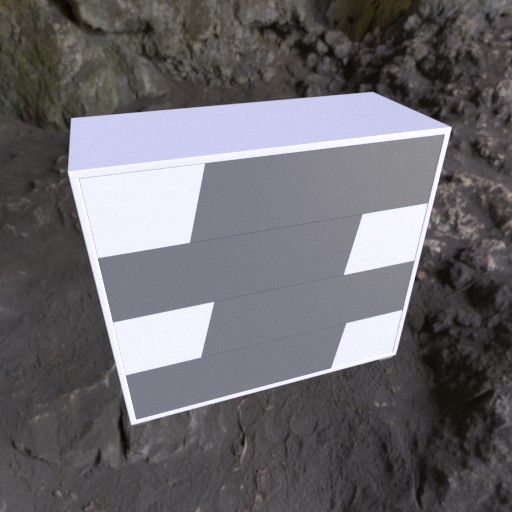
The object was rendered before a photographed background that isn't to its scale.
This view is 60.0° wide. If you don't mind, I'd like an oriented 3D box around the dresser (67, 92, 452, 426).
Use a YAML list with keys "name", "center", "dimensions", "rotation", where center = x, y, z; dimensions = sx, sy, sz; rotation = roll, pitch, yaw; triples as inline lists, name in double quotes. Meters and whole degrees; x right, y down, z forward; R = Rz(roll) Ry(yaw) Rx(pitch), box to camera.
- name: "dresser"
  center: [0.000, 0.000, 1.659]
  dimensions: [1.100, 1.000, 0.460]
  rotation: [-10, 35, -15]
